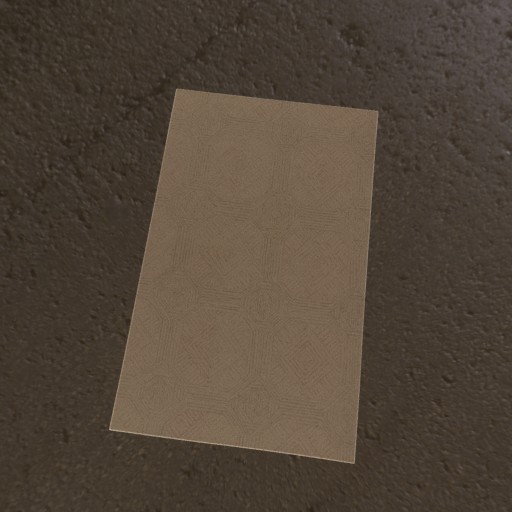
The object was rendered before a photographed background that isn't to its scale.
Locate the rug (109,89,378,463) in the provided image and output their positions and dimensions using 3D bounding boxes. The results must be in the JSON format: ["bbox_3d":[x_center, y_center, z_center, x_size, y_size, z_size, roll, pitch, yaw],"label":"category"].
[{"bbox_3d":[0.000,0.000,3.026,1.524,0.008,2.440,7,76,2],"label":"rug"}]
